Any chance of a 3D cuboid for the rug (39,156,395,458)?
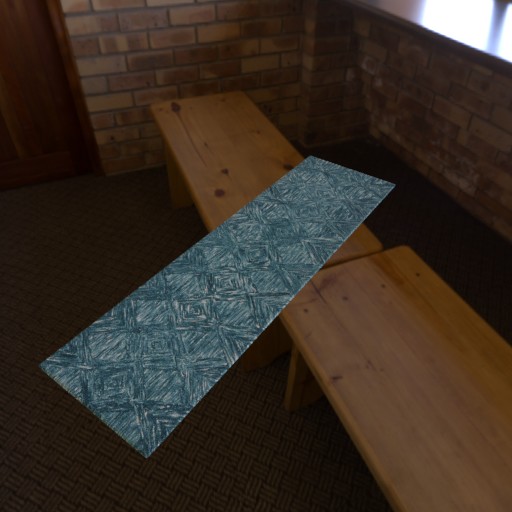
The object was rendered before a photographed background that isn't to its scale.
[{"bbox_3d":[0.000,0.000,2.469,0.676,0.016,2.286,26,48,26],"label":"rug"}]
